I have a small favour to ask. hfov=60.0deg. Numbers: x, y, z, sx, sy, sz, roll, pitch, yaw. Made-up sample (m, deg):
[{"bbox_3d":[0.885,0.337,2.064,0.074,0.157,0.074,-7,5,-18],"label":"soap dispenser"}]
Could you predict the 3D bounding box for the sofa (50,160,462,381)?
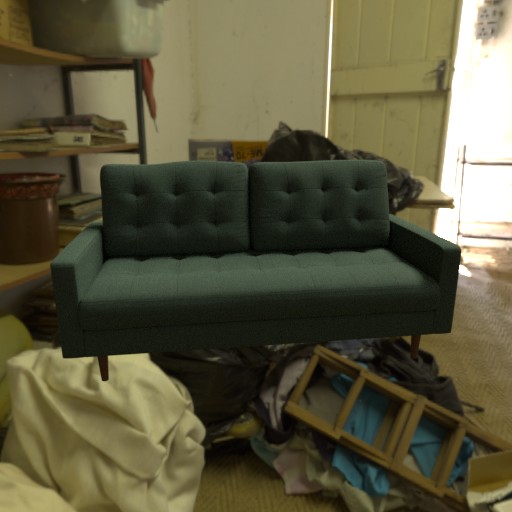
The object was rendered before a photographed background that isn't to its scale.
[{"bbox_3d":[0.000,0.000,2.584,2.010,1.050,0.966,-2,17,-8],"label":"sofa"}]
